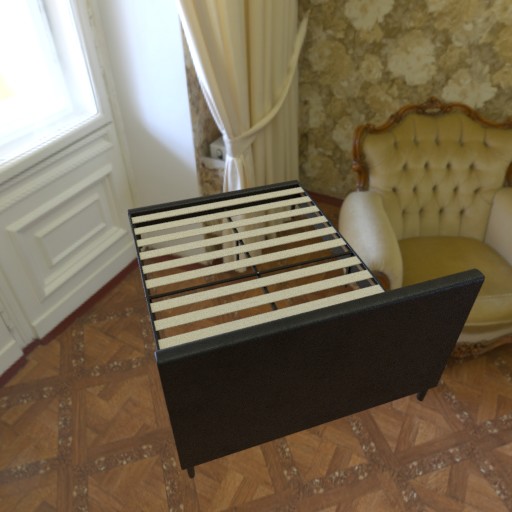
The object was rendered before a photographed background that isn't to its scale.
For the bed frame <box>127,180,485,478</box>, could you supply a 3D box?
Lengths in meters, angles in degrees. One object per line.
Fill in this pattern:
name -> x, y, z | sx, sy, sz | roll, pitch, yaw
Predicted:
bed frame -> 0.000, 0.000, 3.196 | 1.634, 1.127, 2.318 | -12, 41, -14
